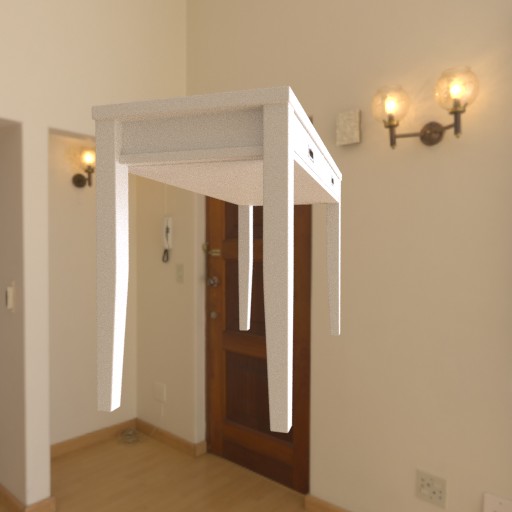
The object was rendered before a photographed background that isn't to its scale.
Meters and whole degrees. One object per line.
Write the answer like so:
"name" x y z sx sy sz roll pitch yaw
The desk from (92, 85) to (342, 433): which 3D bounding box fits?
"desk" 0.000 0.000 1.635 0.508 0.775 1.220 0 1 16
